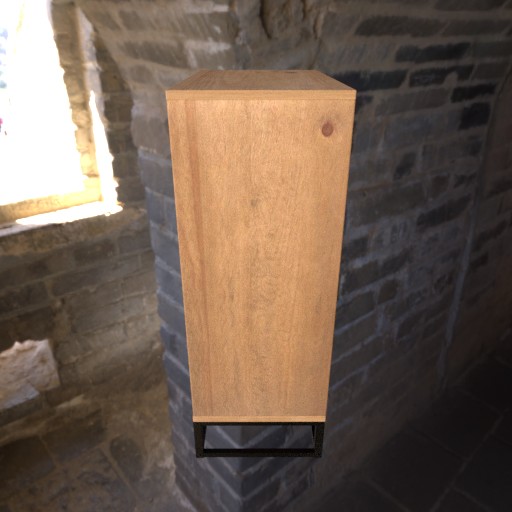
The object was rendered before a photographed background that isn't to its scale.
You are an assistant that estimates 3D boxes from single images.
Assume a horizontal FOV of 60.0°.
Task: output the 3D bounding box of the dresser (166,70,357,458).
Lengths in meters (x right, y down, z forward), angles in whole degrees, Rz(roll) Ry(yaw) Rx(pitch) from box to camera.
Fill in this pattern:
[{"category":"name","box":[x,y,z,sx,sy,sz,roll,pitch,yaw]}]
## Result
[{"category":"dresser","box":[0.000,0.000,1.655,0.479,1.240,0.761,0,26,0]}]
